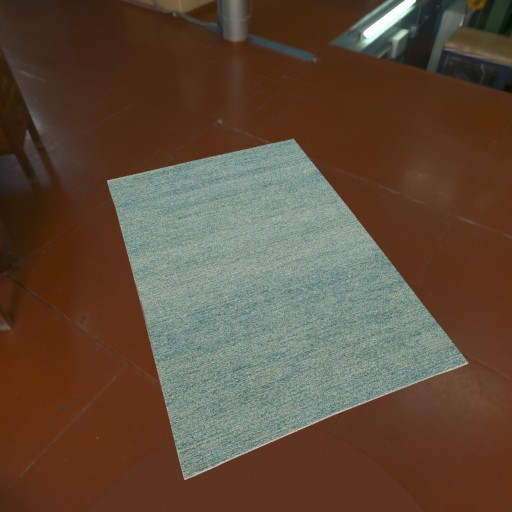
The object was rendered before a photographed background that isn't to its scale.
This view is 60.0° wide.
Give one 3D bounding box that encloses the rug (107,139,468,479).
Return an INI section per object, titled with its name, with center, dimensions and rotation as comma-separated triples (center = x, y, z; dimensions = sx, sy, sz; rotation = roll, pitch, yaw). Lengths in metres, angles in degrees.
[rug]
center = 0.000, 0.000, 2.918
dimensions = 1.593, 0.029, 2.305
rotation = -16, 50, -14
